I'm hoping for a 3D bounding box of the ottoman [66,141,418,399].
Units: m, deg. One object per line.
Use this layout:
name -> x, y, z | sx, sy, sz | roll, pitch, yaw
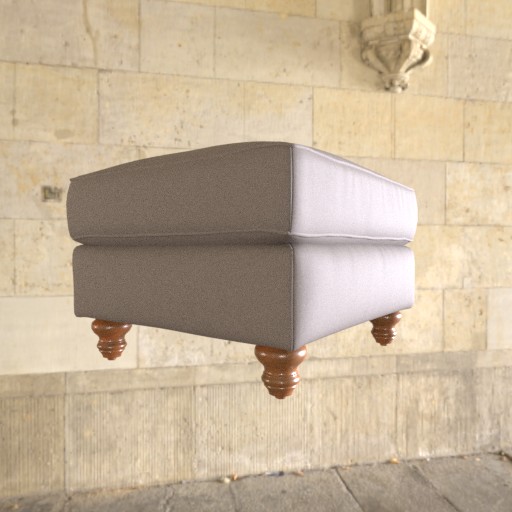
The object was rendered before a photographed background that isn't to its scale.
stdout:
ottoman -> 0.000, 0.000, 1.161 | 0.662, 0.505, 0.721 | 0, 1, 35
